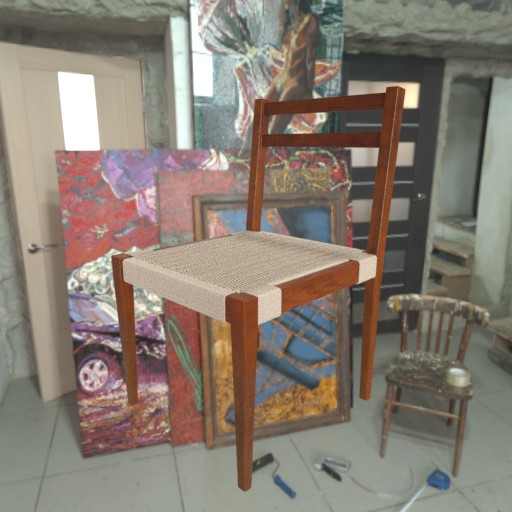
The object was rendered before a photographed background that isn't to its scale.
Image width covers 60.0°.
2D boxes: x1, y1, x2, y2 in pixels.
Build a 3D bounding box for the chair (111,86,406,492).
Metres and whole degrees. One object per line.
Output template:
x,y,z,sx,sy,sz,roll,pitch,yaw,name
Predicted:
0.000,0.000,1.178,0.495,0.851,0.569,14,20,43,chair
